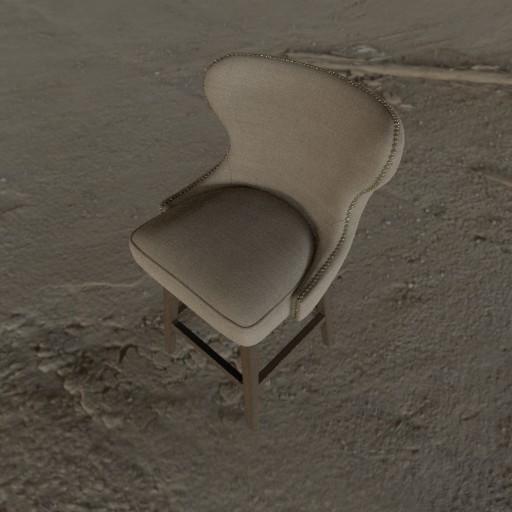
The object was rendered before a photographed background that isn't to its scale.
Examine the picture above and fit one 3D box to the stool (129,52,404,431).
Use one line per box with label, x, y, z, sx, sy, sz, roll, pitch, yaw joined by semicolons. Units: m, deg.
stool;0.000;0.000;1.358;0.615;0.972;0.597;34;56;27
